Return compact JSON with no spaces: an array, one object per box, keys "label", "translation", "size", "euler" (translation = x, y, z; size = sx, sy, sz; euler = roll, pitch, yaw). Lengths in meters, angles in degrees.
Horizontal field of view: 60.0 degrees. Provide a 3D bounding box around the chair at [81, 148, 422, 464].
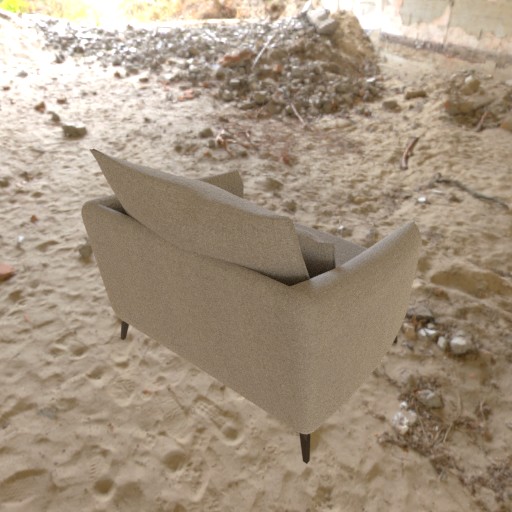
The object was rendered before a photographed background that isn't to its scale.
[{"label":"chair","translation":[0.000,0.000,1.653],"size":[1.029,0.856,0.801],"euler":[22,38,32]}]
